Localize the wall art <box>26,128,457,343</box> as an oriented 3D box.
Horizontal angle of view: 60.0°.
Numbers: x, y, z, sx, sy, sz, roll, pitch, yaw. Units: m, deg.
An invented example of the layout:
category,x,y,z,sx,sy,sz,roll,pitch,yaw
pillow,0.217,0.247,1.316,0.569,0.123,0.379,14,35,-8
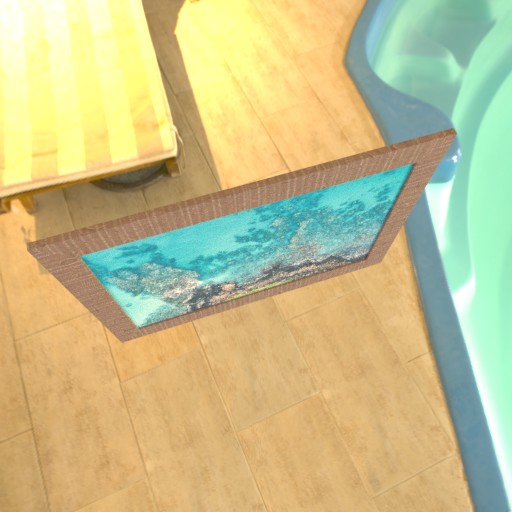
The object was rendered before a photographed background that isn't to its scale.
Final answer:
category,x,y,z,sx,sy,sz,roll,pitch,yaw
wall art,0.000,0.000,1.382,1.056,0.761,0.020,-16,65,-8
